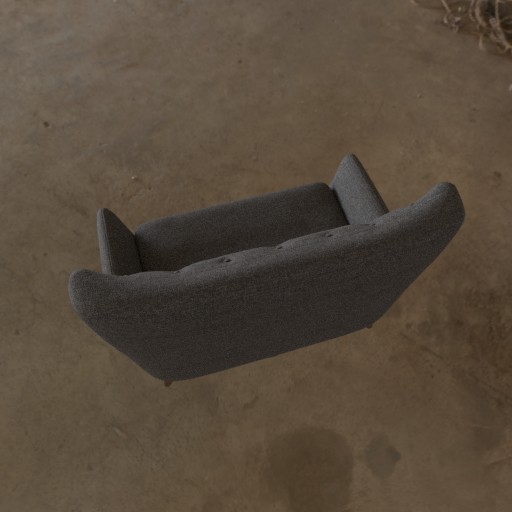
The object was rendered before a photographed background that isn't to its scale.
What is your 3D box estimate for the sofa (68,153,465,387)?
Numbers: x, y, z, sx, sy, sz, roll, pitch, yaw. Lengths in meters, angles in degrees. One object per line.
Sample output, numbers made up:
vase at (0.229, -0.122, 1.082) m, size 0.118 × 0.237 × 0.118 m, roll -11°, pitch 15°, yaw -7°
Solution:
sofa at (0.000, 0.000, 1.995) m, size 1.358 × 1.028 × 0.874 m, roll -14°, pitch 59°, yaw -9°
